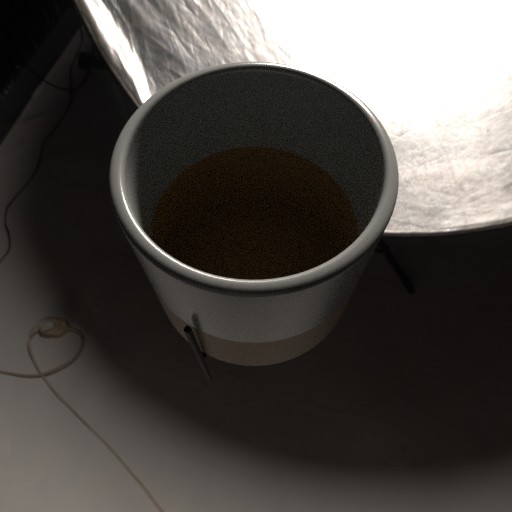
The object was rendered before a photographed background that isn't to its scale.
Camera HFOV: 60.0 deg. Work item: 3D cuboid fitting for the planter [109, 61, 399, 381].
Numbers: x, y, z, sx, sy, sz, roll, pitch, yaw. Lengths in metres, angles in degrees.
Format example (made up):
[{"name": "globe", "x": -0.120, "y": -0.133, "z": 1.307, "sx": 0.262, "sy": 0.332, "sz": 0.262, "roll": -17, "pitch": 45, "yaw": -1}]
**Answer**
[{"name": "planter", "x": 0.000, "y": 0.000, "z": 0.650, "sx": 0.310, "sy": 0.432, "sz": 0.310, "roll": 13, "pitch": 64, "yaw": 7}]
